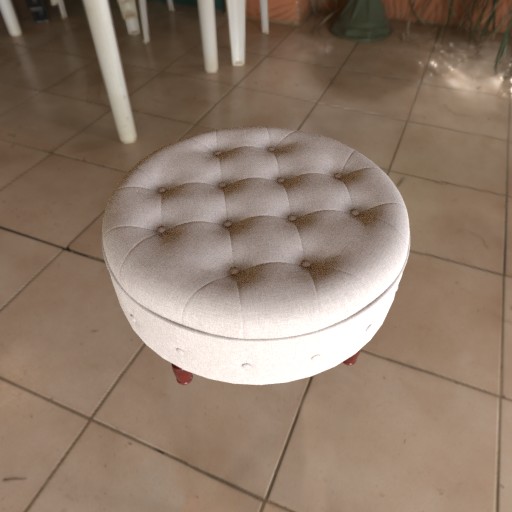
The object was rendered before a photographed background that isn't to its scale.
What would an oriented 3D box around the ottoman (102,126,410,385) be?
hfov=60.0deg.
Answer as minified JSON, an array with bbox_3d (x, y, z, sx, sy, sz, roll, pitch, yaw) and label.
[{"bbox_3d":[0.000,0.000,1.370,0.849,0.478,0.849,0,45,0],"label":"ottoman"}]
